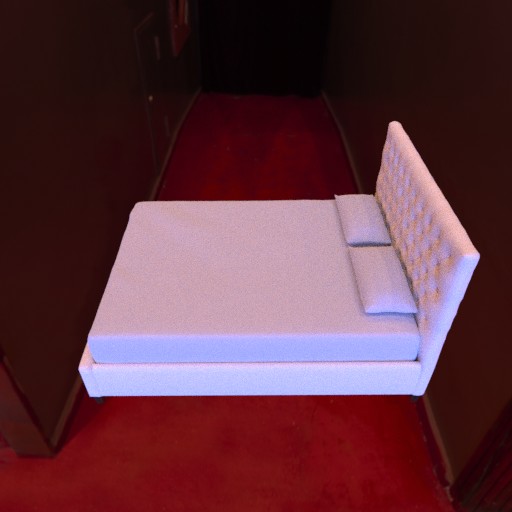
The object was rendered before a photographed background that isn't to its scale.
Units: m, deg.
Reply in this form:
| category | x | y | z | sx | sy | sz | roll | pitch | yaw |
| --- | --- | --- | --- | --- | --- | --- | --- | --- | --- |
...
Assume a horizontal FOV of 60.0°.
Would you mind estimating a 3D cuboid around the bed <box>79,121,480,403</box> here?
| category | x | y | z | sx | sy | sz | roll | pitch | yaw |
| --- | --- | --- | --- | --- | --- | --- | --- | --- | --- |
| bed | 0.000 | 0.000 | 3.395 | 2.387 | 1.427 | 1.698 | 0 | 40 | 0 |
